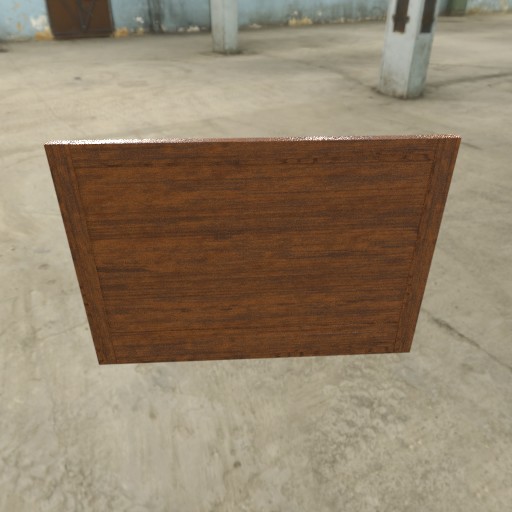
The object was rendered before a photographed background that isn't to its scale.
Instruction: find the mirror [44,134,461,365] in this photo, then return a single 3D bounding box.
[{"bbox_3d":[0.000,0.000,0.976,0.758,0.537,0.084,-2,31,-3],"label":"mirror"}]
